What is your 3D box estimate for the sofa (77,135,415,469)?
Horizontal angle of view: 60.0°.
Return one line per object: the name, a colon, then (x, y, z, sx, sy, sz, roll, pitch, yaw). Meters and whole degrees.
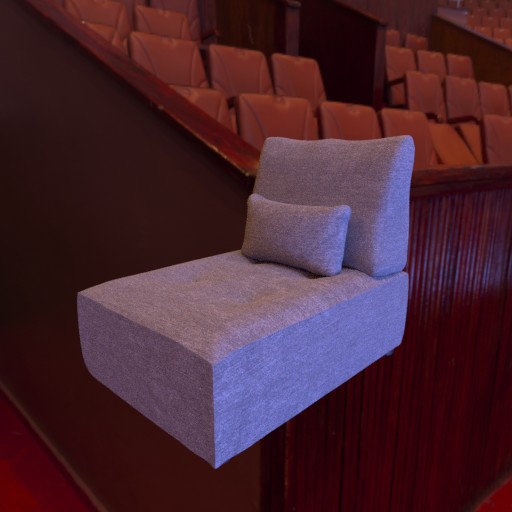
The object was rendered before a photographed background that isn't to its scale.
sofa: (0.000, 0.000, 1.555, 0.700, 0.820, 1.000, 14, 20, 42)
